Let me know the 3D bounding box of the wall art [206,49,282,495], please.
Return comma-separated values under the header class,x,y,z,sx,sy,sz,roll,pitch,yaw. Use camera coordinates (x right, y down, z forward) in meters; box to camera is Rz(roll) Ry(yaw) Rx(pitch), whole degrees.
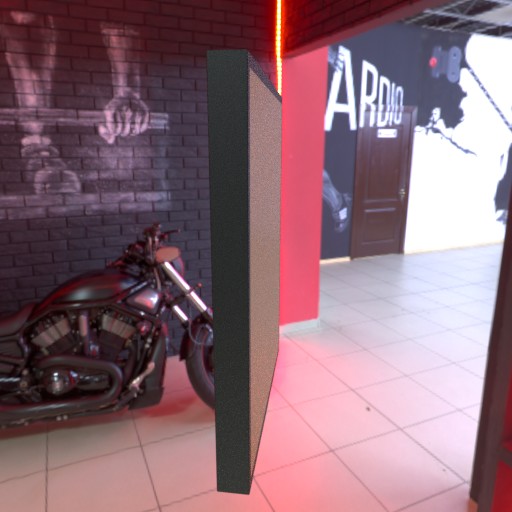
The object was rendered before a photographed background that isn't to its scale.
class,x,y,z,sx,sy,sz,roll,pitch,yaw
wall art,0.000,0.000,0.497,0.030,0.369,0.294,2,14,8
